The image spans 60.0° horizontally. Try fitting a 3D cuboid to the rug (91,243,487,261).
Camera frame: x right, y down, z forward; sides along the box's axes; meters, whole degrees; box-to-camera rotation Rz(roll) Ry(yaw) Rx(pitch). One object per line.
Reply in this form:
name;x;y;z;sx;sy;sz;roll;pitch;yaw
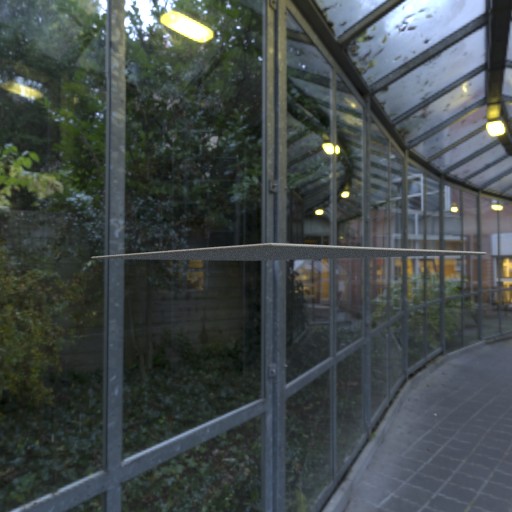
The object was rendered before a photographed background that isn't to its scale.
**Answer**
rug;0.000;0.000;2.955;1.528;0.014;2.294;1;-2;-36
